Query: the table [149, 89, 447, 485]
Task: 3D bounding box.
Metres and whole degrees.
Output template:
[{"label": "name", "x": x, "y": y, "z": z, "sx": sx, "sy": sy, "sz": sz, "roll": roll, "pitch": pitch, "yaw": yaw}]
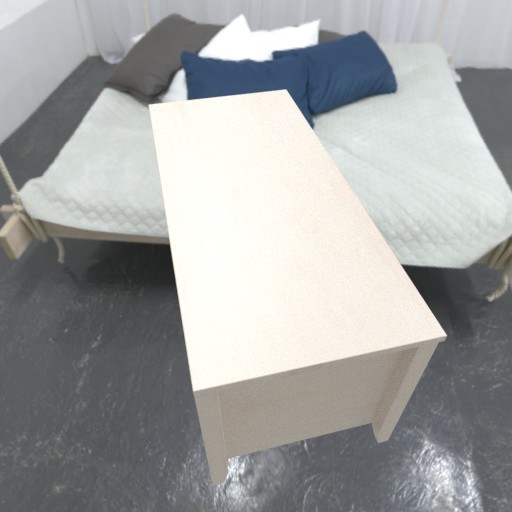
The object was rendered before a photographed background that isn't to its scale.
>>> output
[{"label": "table", "x": 0.000, "y": 0.000, "z": 1.273, "sx": 0.457, "sy": 0.483, "sz": 1.016, "roll": -10, "pitch": 46, "yaw": -10}]
